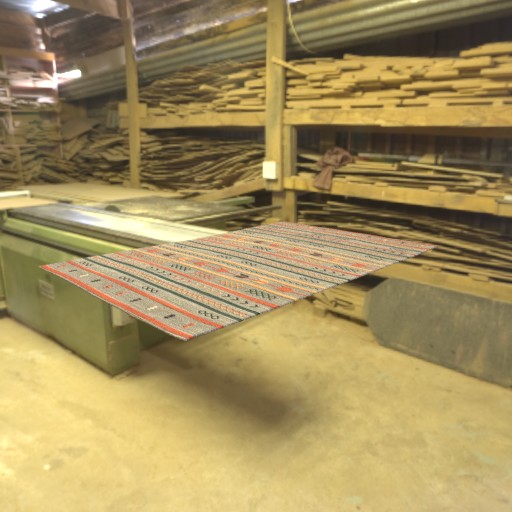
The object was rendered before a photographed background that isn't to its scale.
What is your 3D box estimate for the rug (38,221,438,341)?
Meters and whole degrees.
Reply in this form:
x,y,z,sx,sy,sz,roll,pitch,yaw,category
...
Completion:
x,y,z,sx,sy,sz,roll,pitch,yaw,category
0.000,0.000,2.395,1.835,0.017,1.220,-14,20,-43,rug
